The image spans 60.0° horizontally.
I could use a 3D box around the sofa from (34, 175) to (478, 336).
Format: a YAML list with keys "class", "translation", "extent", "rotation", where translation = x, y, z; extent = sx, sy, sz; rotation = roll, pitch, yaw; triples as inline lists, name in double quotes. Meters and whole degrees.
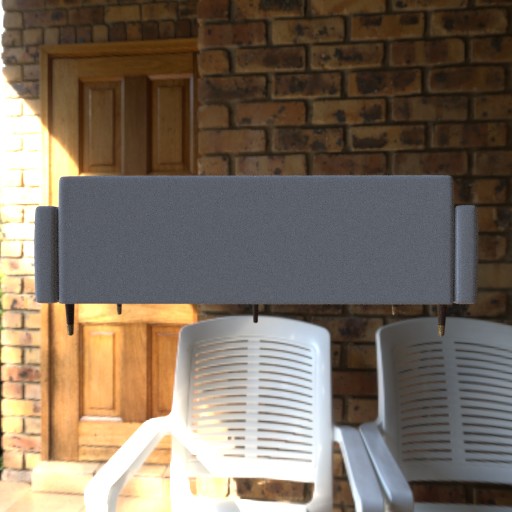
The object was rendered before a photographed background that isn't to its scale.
- class: "sofa"
  translation: [0.000, 0.000, 2.700]
  extent: [2.291, 0.821, 0.990]
  rotation: [0, 0, 1]
